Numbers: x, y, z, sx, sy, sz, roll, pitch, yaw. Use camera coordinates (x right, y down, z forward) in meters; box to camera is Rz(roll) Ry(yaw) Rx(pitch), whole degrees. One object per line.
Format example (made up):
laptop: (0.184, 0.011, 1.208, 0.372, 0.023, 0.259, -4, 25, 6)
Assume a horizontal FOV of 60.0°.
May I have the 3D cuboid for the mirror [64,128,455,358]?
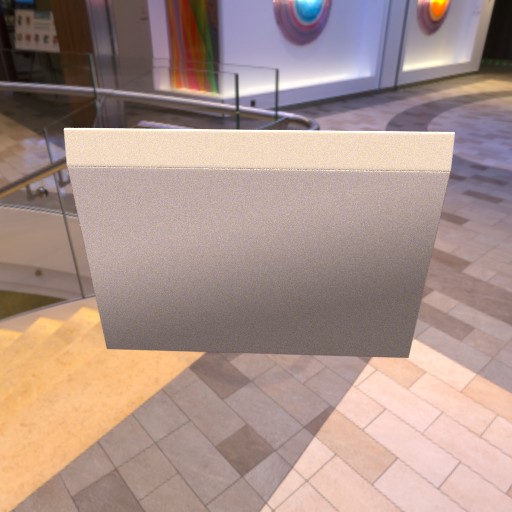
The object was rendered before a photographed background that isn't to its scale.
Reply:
mirror: (0.000, 0.000, 1.133, 0.870, 0.630, 0.030, 1, 30, 2)
